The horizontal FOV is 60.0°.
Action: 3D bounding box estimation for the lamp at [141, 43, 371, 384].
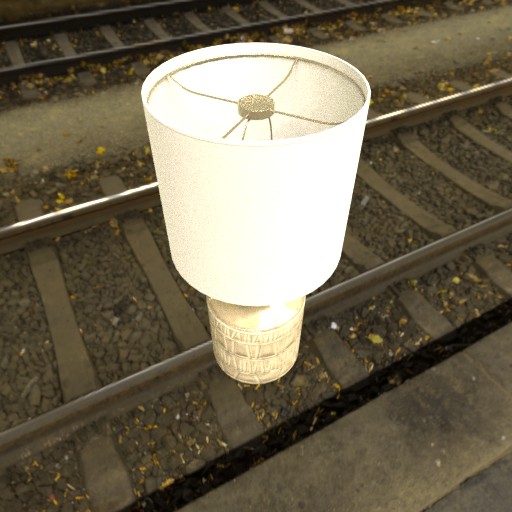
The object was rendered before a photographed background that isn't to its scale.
[{"bbox_3d":[0.000,0.000,0.574,0.211,0.455,0.211,31,52,27],"label":"lamp"}]
